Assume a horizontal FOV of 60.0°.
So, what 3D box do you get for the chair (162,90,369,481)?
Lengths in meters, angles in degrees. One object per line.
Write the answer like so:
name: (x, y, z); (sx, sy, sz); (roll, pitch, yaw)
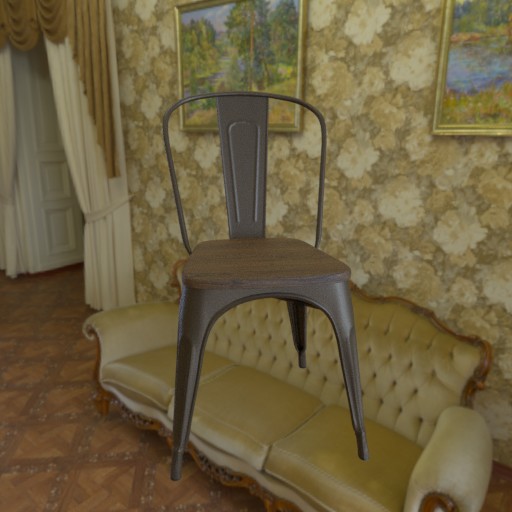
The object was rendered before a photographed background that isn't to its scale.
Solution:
chair: (0.000, 0.000, 1.128); (0.451, 0.844, 0.532); (-2, 15, -8)
